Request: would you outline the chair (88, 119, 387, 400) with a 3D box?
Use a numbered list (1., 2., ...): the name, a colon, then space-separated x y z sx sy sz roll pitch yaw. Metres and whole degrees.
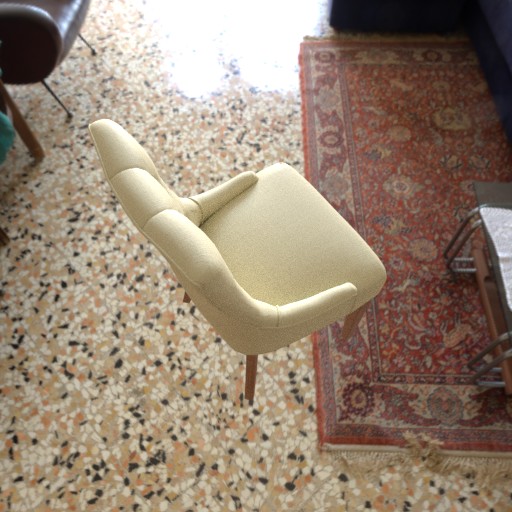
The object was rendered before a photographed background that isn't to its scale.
1. chair: 0.000 0.000 1.211 0.565 0.874 0.509 -29 63 -17
